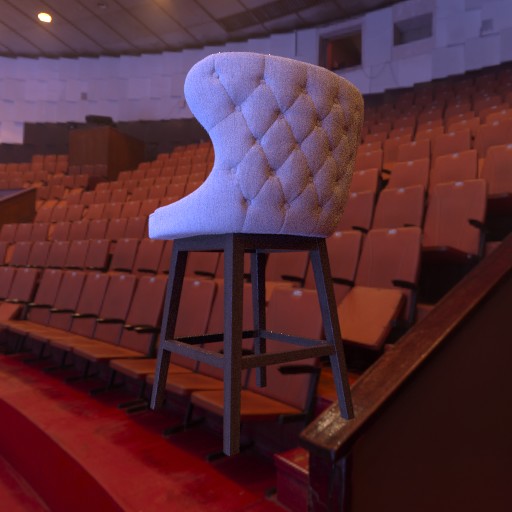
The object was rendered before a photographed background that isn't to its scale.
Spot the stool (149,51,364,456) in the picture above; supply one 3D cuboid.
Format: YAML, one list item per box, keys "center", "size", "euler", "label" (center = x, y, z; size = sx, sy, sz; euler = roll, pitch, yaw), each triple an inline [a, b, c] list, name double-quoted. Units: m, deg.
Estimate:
- center: [0.000, 0.000, 1.359]
  size: [0.615, 0.972, 0.597]
  euler: [1, -2, -37]
  label: "stool"
